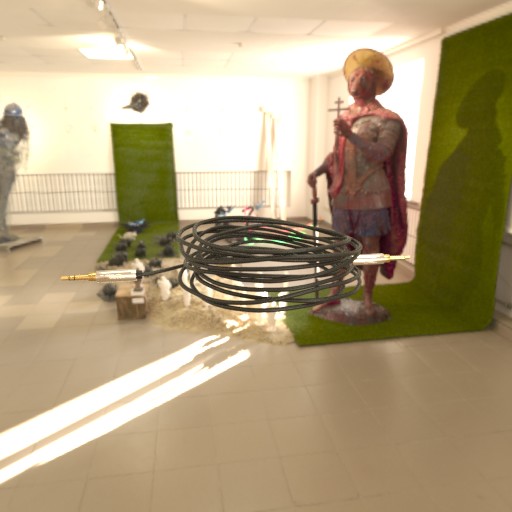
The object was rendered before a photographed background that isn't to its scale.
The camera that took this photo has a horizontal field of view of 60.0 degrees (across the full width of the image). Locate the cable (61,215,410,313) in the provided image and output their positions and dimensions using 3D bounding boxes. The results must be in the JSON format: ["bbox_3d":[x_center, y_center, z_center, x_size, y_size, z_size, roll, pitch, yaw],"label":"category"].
[{"bbox_3d":[0.000,0.000,0.492,0.432,0.069,0.198,-3,15,-10],"label":"cable"}]
